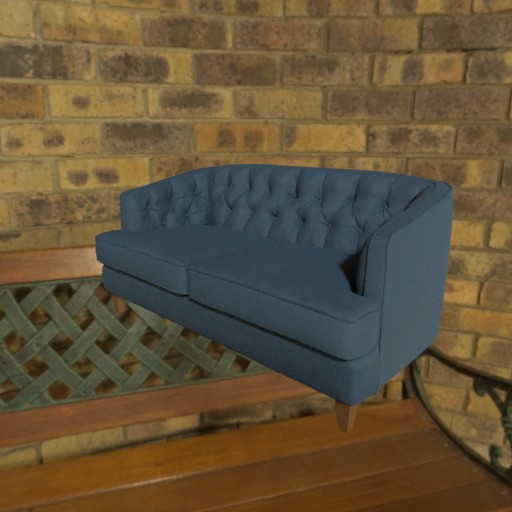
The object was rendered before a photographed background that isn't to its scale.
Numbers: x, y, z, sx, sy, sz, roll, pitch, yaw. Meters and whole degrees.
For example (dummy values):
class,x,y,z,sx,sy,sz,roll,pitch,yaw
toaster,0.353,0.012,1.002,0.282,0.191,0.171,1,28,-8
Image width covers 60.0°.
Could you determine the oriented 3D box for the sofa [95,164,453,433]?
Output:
class,x,y,z,sx,sy,sz,roll,pitch,yaw
sofa,0.000,0.000,2.257,1.733,0.854,0.941,14,21,42
